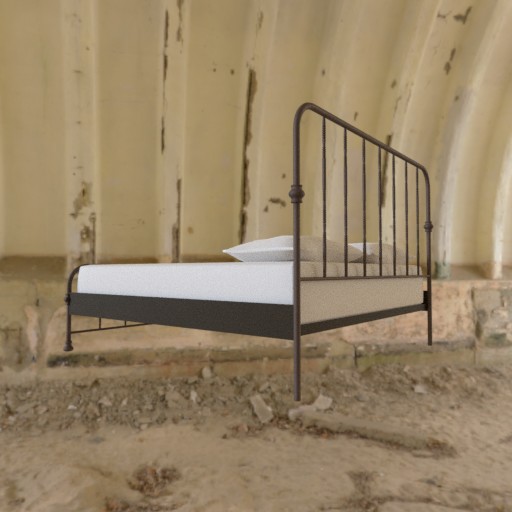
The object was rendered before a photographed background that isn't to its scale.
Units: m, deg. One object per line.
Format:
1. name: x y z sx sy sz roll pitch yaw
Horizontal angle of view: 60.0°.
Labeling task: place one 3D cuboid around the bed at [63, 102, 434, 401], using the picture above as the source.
1. bed: 0.000 0.000 3.502 2.134 1.446 2.044 -2 -3 38
